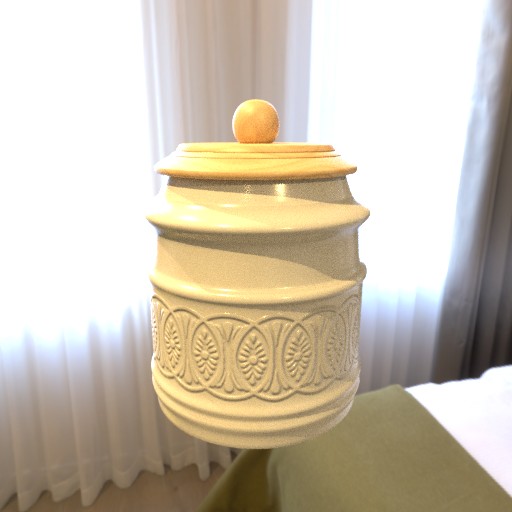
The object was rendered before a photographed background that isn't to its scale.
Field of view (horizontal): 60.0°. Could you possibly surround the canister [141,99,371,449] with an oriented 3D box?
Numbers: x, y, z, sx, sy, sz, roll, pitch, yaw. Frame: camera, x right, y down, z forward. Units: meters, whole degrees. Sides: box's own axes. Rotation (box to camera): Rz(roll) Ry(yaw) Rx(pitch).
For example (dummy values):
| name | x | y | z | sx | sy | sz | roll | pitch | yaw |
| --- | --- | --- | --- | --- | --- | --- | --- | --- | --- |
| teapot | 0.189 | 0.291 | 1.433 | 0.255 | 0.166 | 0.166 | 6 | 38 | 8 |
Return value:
| name | x | y | z | sx | sy | sz | roll | pitch | yaw |
| --- | --- | --- | --- | --- | --- | --- | --- | --- | --- |
| canister | 0.000 | 0.000 | 0.265 | 0.130 | 0.176 | 0.130 | 0 | 15 | 0 |
